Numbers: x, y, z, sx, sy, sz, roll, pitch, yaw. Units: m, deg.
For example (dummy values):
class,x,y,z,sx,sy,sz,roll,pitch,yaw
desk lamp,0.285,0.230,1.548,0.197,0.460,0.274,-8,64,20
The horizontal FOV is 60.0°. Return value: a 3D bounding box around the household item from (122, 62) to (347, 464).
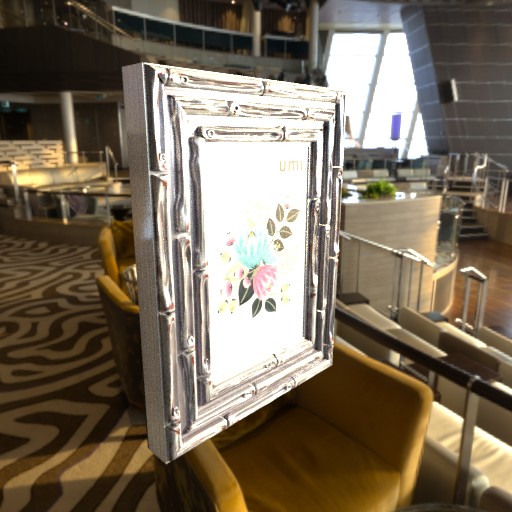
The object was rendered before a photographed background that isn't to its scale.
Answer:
class,x,y,z,sx,sy,sz,roll,pitch,yaw
household item,0.000,0.000,0.292,0.025,0.216,0.165,14,20,43
